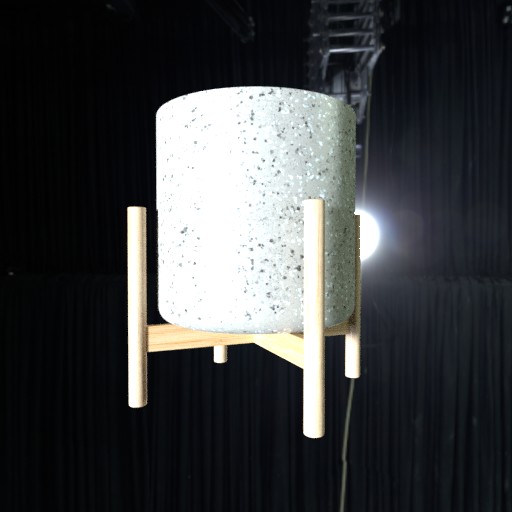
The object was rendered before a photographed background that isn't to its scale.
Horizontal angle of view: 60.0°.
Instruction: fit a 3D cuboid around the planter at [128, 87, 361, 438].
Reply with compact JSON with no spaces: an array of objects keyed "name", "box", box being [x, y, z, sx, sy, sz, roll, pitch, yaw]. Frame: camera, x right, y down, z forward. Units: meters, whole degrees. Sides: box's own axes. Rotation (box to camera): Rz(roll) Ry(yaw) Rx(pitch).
[{"name":"planter","box":[0.000,0.000,0.695,0.360,0.419,0.360,0,1,0]}]
